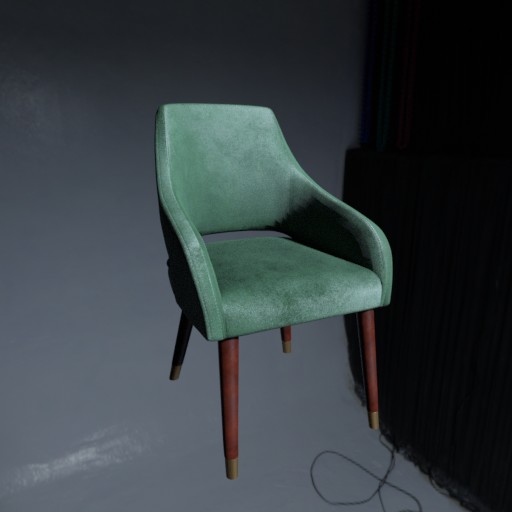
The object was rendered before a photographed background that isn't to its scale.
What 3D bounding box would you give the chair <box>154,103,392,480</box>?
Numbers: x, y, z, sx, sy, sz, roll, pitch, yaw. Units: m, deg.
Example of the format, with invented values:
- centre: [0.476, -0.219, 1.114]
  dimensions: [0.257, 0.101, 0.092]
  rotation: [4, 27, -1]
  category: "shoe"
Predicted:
- centre: [0.000, 0.000, 1.592]
  dimensions: [0.683, 1.081, 0.794]
  rotation: [-7, 17, -25]
  category: "chair"
